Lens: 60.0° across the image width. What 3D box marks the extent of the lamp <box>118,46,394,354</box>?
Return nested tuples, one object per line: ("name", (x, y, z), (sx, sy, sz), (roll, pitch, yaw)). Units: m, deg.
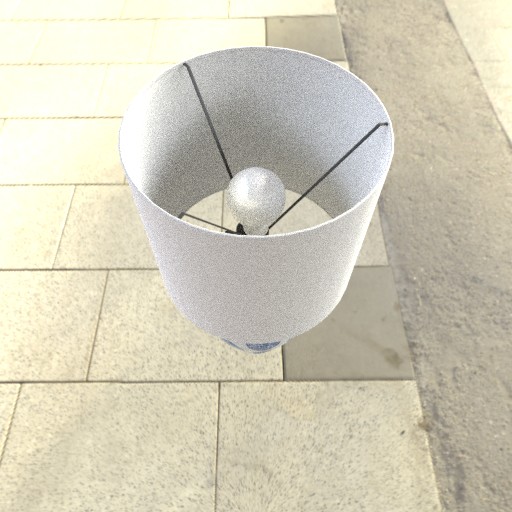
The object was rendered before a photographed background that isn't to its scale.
("lamp", (0.000, 0.000, 0.510), (0.215, 0.381, 0.215), (-2, 58, -1))
